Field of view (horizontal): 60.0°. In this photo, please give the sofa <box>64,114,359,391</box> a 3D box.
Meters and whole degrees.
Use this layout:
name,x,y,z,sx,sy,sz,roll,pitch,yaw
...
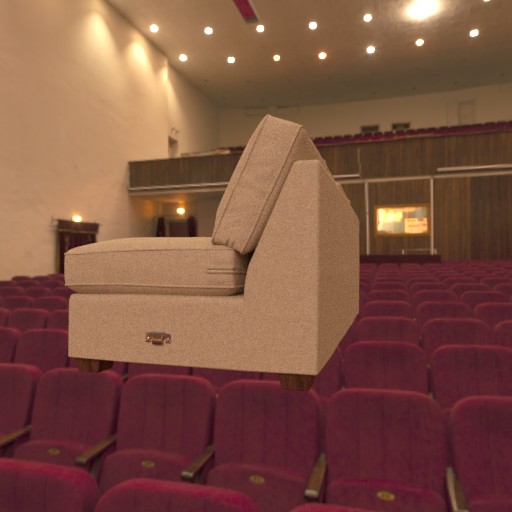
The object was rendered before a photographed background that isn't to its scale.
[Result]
name,x,y,z,sx,sy,sz,roll,pitch,yaw
sofa,0.000,0.000,2.517,1.034,0.946,1.962,0,-1,17
